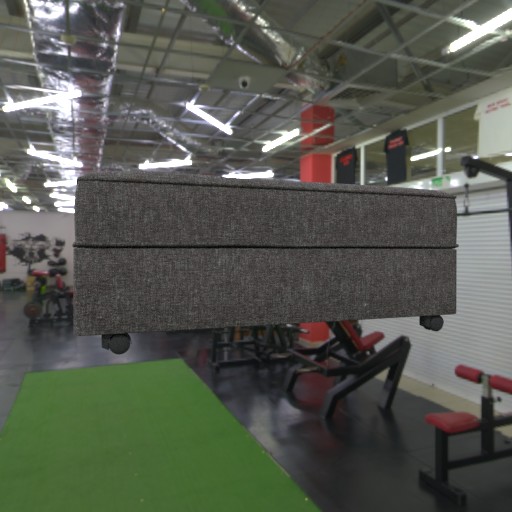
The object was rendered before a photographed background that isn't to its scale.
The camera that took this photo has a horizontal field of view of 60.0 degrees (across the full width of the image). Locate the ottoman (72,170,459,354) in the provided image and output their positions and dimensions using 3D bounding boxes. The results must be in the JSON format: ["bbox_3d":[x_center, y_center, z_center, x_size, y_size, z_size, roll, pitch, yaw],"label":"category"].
[{"bbox_3d":[0.000,0.000,1.574,1.184,0.487,0.717,0,1,-19],"label":"ottoman"}]
